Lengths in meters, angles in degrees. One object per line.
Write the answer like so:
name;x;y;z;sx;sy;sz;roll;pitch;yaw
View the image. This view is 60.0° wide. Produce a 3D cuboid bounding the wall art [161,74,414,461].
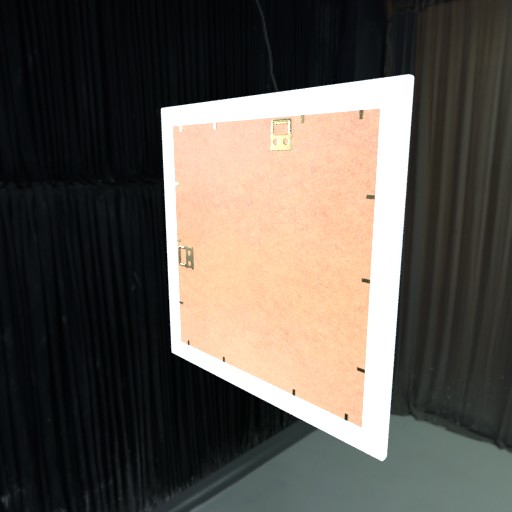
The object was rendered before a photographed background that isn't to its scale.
wall art;0.000;0.000;0.853;0.584;0.584;0.013;12;17;43
